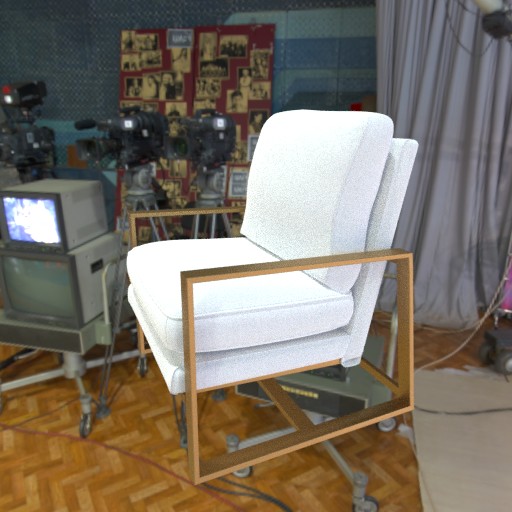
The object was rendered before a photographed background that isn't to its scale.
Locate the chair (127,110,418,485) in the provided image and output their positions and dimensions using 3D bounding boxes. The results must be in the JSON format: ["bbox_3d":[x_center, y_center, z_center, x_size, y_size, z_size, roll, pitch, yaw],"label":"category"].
[{"bbox_3d":[0.000,0.000,1.538,0.813,0.966,0.805,-8,20,-24],"label":"chair"}]
